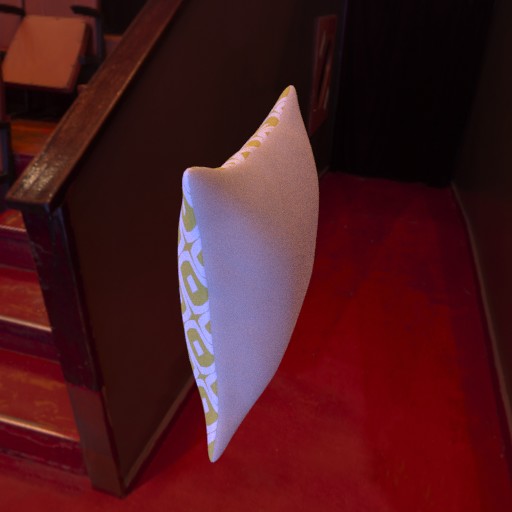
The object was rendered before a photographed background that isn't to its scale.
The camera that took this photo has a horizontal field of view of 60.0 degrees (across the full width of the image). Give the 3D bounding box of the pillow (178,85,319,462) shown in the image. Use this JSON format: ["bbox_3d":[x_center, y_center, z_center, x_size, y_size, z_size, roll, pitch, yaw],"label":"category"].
[{"bbox_3d":[0.000,0.000,0.789,0.188,0.494,0.504,9,32,14],"label":"pillow"}]
